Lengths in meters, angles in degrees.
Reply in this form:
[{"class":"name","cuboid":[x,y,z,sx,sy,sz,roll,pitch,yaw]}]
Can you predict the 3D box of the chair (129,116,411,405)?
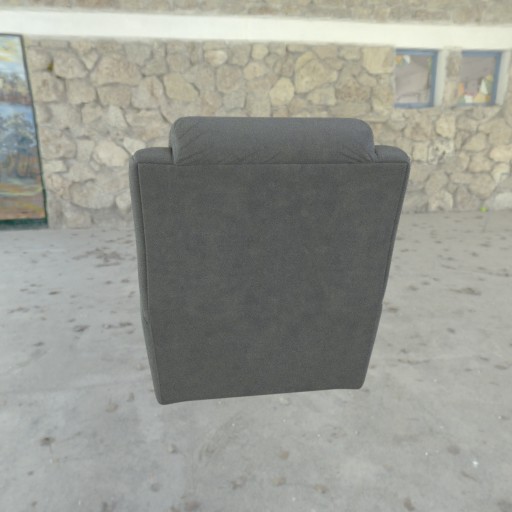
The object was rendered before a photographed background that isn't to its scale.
[{"class":"chair","cuboid":[0.000,0.000,1.929,0.967,1.116,1.068,-2,15,-8]}]
